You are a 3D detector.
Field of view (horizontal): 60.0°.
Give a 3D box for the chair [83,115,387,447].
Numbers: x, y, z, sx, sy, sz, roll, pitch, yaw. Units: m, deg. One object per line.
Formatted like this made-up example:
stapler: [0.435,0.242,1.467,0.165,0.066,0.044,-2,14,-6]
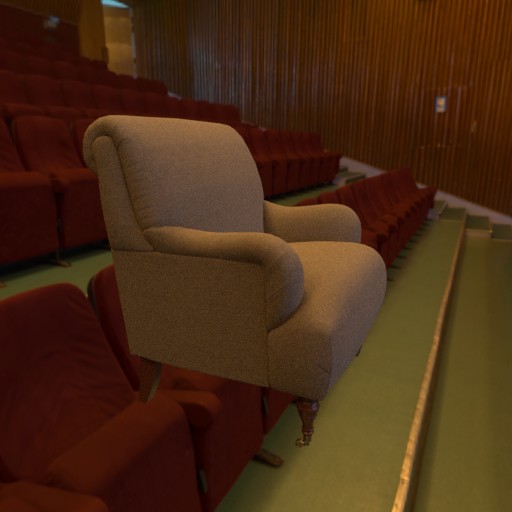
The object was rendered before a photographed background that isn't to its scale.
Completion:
chair: [0.000,0.000,1.566,0.843,0.942,0.766,7,16,25]
